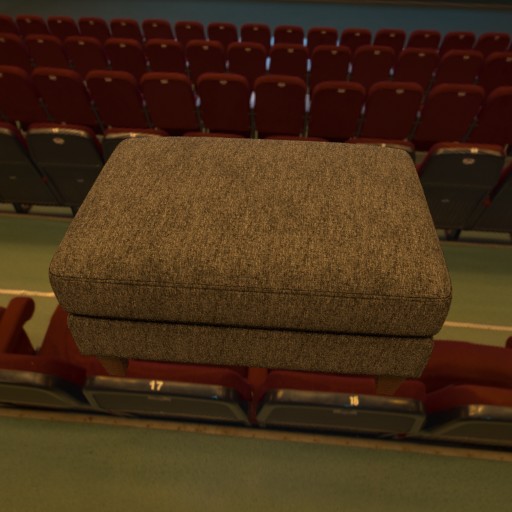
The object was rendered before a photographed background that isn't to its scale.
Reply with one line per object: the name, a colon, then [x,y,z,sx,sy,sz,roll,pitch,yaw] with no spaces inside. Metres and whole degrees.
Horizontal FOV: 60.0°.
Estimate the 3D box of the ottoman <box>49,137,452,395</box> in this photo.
ottoman: [0.000,0.000,1.214,0.864,0.483,0.584,3,44,3]
